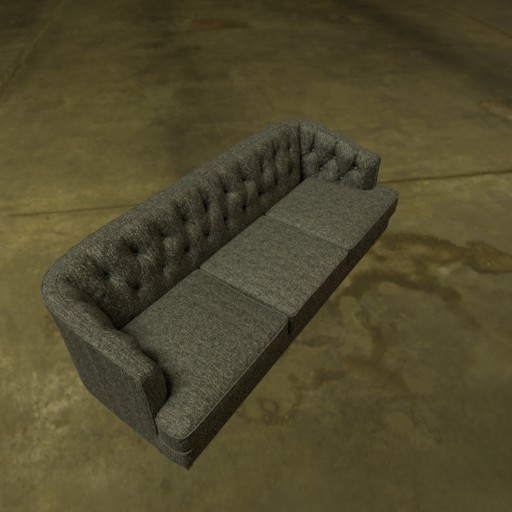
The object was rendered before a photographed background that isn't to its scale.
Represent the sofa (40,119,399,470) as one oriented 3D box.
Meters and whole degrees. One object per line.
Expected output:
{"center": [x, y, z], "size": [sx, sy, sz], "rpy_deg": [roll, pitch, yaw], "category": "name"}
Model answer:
{"center": [0.000, 0.000, 2.668], "size": [0.941, 0.855, 2.278], "rpy_deg": [25, 46, 26], "category": "sofa"}
